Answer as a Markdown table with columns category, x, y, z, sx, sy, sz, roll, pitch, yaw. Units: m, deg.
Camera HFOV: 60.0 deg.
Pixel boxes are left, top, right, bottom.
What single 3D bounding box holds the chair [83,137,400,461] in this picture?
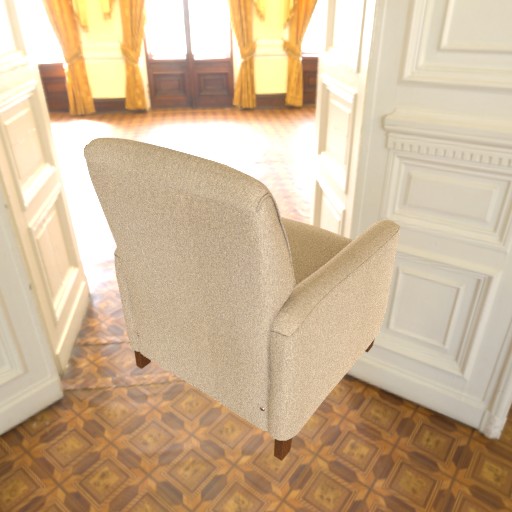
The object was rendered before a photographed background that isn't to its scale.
| category | x | y | z | sx | sy | sz | roll | pitch | yaw |
| --- | --- | --- | --- | --- | --- | --- | --- | --- | --- |
| chair | 0.000 | 0.000 | 1.669 | 0.848 | 1.014 | 0.864 | 21 | 36 | 32 |
